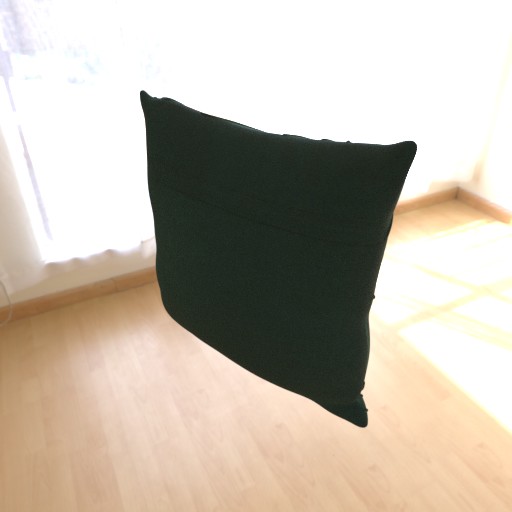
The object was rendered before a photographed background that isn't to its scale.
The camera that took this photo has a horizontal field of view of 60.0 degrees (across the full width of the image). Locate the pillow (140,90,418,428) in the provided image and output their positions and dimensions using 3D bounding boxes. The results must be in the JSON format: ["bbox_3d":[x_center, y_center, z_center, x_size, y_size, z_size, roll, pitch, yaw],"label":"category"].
[{"bbox_3d":[0.000,0.000,0.673,0.439,0.440,0.184,23,39,31],"label":"pillow"}]
